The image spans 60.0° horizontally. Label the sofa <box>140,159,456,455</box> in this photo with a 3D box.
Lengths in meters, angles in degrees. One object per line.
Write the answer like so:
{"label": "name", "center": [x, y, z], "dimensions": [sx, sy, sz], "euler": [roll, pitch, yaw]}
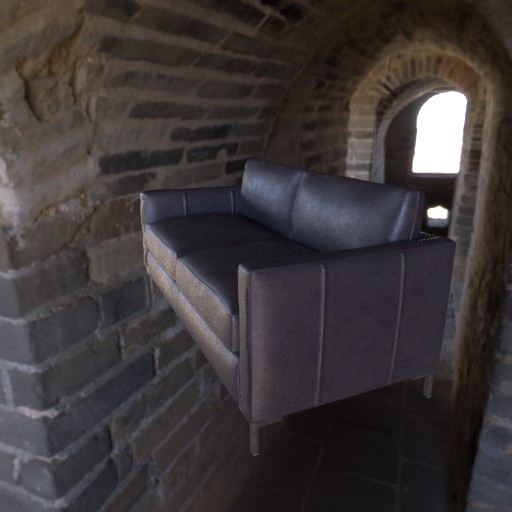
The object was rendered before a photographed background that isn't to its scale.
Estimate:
{"label": "sofa", "center": [0.000, 0.000, 2.320], "dimensions": [0.947, 0.883, 1.805], "euler": [-8, 19, -25]}
